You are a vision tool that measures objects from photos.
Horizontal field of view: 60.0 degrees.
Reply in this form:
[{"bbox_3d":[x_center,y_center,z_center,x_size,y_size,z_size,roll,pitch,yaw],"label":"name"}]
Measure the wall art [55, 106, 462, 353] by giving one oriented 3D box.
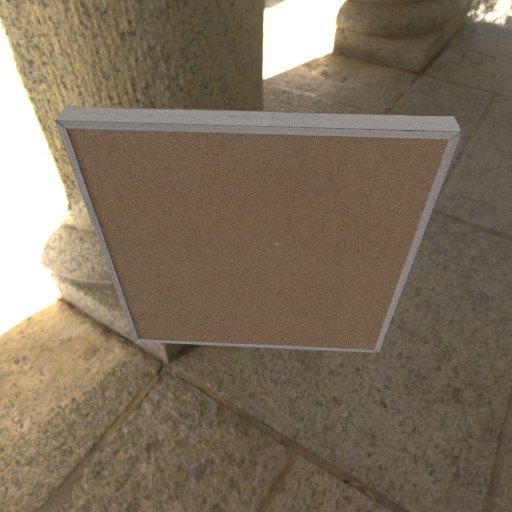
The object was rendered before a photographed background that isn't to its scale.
[{"bbox_3d":[0.000,0.000,0.749,0.508,0.508,0.038,2,46,2],"label":"wall art"}]
